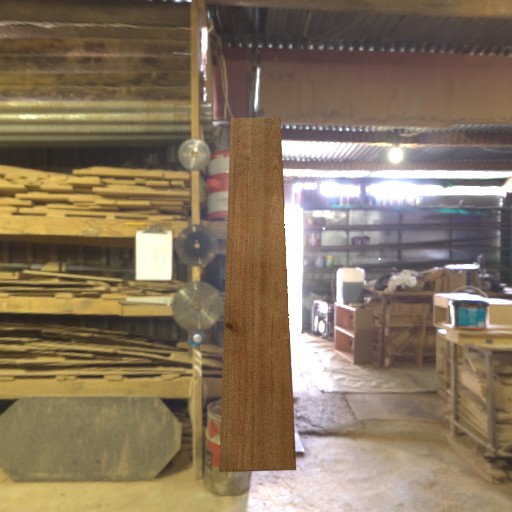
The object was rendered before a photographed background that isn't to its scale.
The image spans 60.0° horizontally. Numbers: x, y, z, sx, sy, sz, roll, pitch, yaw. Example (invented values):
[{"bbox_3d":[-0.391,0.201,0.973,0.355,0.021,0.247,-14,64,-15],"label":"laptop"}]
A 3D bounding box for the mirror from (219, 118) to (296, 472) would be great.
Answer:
[{"bbox_3d":[0.000,0.000,0.881,0.100,0.548,0.631,0,0,-1],"label":"mirror"}]
